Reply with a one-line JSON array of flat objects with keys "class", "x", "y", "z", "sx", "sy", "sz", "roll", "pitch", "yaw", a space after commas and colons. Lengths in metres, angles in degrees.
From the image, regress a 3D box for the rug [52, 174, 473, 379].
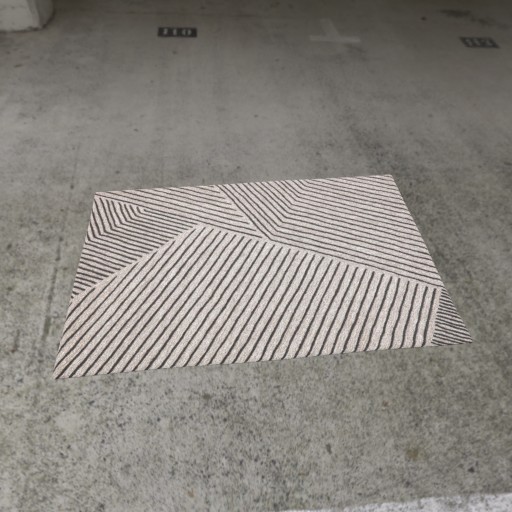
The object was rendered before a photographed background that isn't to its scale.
[{"class": "rug", "x": 0.000, "y": 0.000, "z": 2.335, "sx": 1.842, "sy": 0.019, "sz": 1.237, "roll": -4, "pitch": 47, "yaw": -4}]
